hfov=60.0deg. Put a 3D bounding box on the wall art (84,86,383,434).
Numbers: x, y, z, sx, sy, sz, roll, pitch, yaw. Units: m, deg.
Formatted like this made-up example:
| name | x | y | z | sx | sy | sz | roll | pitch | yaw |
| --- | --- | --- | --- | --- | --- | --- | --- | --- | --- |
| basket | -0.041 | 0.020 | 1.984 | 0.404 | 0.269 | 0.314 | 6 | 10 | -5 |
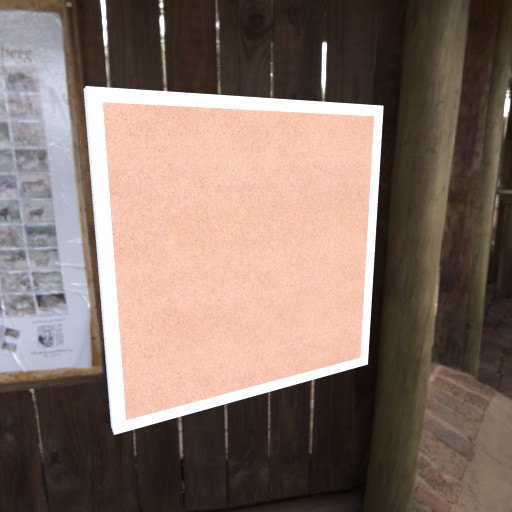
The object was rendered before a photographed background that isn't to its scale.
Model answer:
| name | x | y | z | sx | sy | sz | roll | pitch | yaw |
| --- | --- | --- | --- | --- | --- | --- | --- | --- | --- |
| wall art | 0.000 | 0.000 | 1.128 | 0.760 | 0.760 | 0.036 | -7 | 14 | -27 |
